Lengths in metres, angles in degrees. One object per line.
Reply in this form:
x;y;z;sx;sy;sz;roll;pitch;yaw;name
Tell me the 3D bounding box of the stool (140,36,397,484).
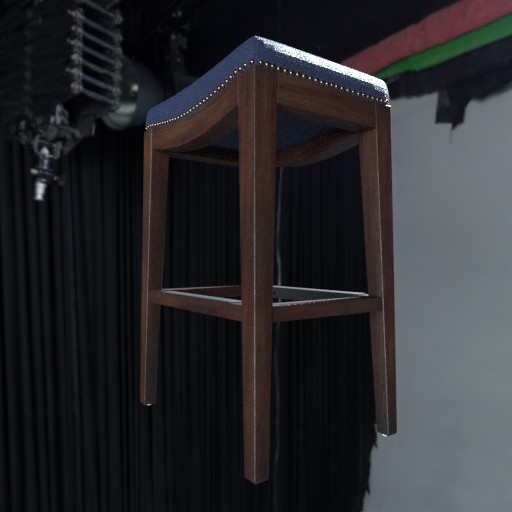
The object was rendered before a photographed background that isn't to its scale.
0.000;0.000;1.011;0.358;0.740;0.498;0;0;-35;stool
